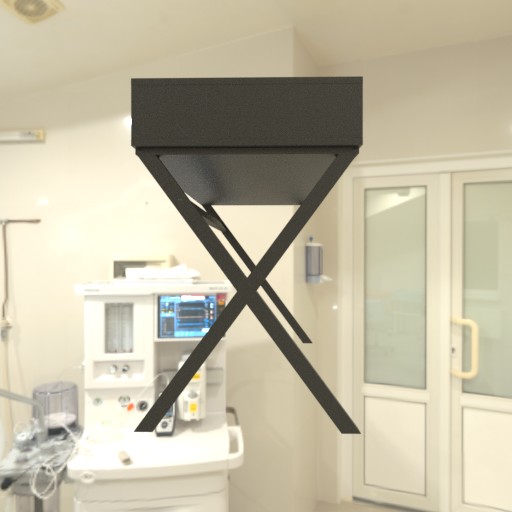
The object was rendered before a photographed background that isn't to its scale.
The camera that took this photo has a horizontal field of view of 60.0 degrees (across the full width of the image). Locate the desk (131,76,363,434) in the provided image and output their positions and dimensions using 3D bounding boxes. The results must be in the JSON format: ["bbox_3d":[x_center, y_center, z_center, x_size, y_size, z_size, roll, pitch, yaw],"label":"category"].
[{"bbox_3d":[0.000,0.000,1.492,0.525,0.780,1.057,0,0,1],"label":"desk"}]
